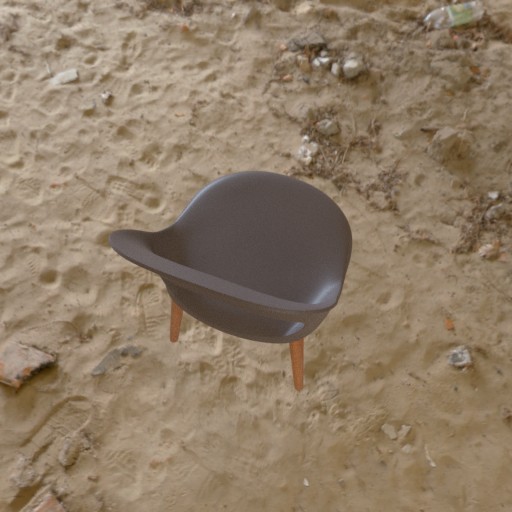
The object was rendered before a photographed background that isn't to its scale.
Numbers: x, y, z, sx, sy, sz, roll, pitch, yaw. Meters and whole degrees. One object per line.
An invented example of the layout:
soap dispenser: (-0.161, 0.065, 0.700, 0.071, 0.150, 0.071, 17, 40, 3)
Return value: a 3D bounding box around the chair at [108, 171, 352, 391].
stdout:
chair: (0.000, 0.000, 1.159, 0.470, 0.794, 0.556, 19, 64, 9)
